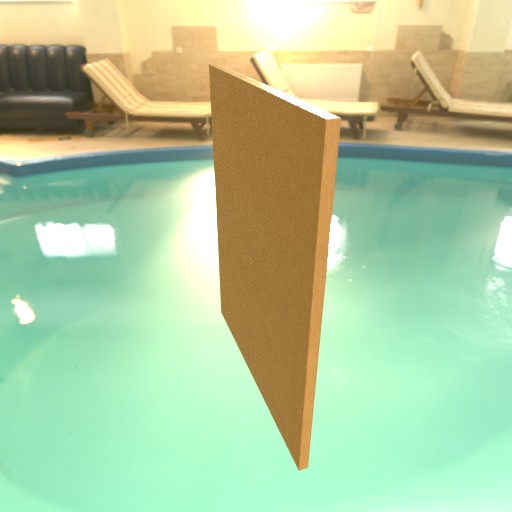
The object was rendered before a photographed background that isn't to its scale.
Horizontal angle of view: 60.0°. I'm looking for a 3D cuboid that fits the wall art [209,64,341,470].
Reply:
[{"bbox_3d":[0.000,0.000,1.363,0.030,1.002,0.798,-11,32,-17],"label":"wall art"}]
